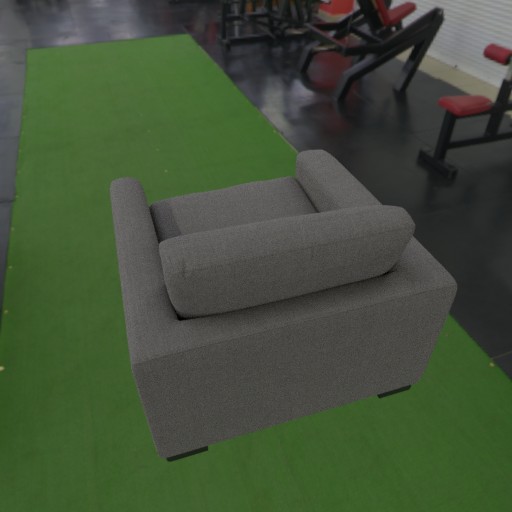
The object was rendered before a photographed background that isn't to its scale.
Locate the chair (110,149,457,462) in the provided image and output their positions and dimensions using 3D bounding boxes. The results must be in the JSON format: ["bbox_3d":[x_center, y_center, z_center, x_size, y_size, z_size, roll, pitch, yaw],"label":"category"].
[{"bbox_3d":[0.000,0.000,1.842,1.070,0.847,1.100,-12,41,-13],"label":"chair"}]
